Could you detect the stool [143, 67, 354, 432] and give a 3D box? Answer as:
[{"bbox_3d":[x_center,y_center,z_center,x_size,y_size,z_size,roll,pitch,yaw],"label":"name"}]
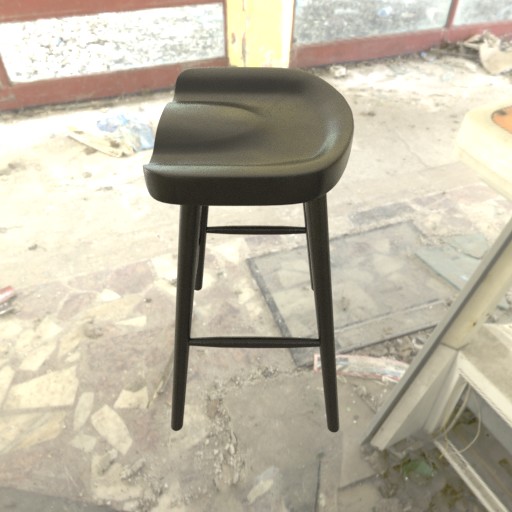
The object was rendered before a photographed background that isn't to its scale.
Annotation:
[{"bbox_3d":[0.000,0.000,0.903,0.361,0.615,0.440,0,42,0],"label":"stool"}]
